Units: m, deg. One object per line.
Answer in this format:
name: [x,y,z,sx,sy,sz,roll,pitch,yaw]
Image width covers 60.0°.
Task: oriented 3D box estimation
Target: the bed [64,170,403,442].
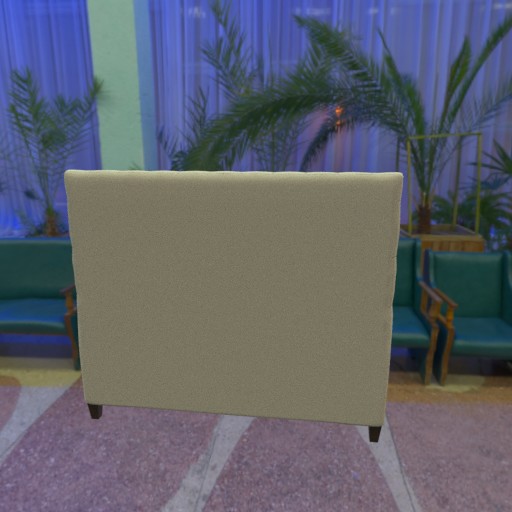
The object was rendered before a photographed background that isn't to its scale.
bed: [0.000,0.000,3.428,1.698,1.427,2.387,2,14,7]
